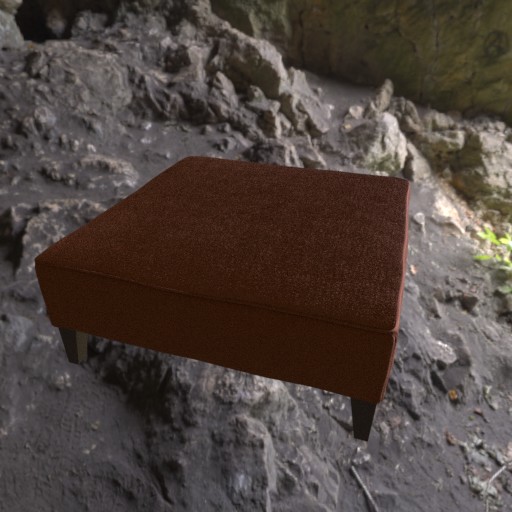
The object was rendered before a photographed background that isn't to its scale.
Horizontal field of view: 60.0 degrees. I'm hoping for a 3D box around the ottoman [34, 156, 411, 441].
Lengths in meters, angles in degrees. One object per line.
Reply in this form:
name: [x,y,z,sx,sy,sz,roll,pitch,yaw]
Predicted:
ottoman: [0.000,0.000,1.574,0.999,0.438,0.997,9,31,16]
